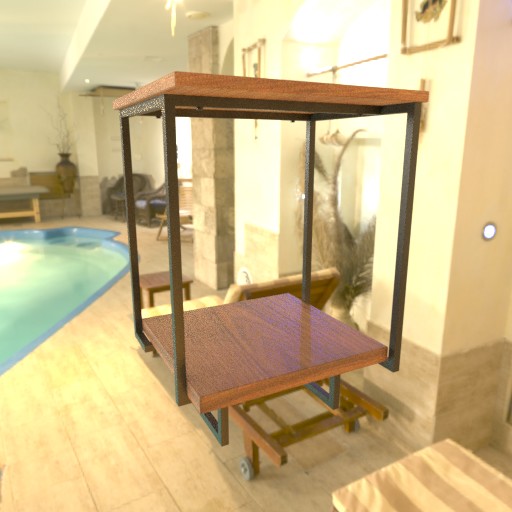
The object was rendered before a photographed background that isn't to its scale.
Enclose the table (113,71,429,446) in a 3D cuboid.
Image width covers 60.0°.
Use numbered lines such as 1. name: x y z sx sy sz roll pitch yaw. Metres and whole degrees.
1. table: 0.000 0.000 0.832 0.411 0.567 0.384 -7 16 -27
